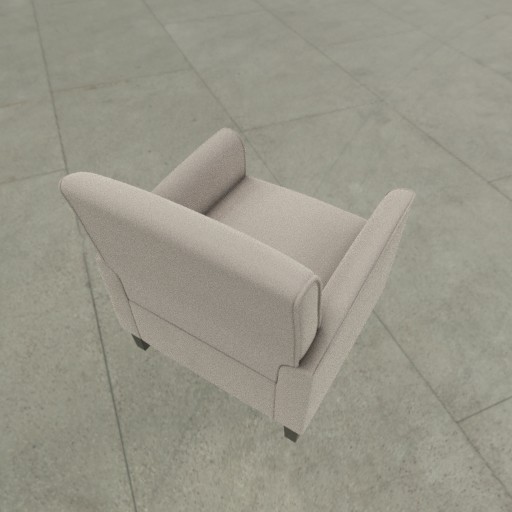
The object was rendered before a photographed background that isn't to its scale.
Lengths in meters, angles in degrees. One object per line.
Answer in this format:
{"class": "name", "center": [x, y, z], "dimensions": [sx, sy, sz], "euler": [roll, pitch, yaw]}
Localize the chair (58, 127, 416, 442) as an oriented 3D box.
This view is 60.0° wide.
{"class": "chair", "center": [0.000, 0.000, 1.576], "dimensions": [0.820, 0.915, 0.820], "euler": [24, 51, 22]}
